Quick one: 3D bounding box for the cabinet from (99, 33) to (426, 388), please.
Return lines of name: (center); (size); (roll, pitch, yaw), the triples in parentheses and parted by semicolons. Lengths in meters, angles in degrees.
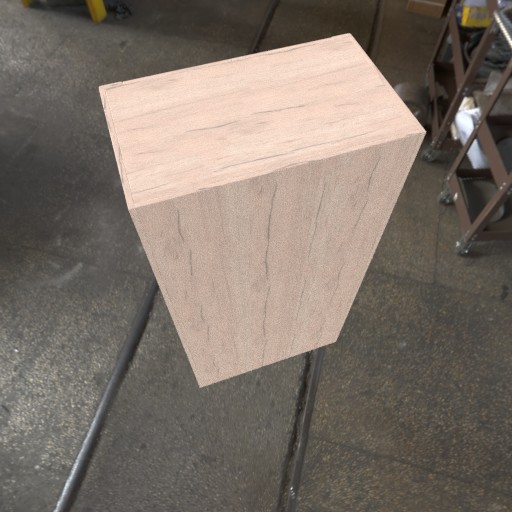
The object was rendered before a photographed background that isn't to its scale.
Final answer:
cabinet: (0.000, 0.000, 2.332); (0.980, 1.930, 0.580); (-16, 60, -10)
